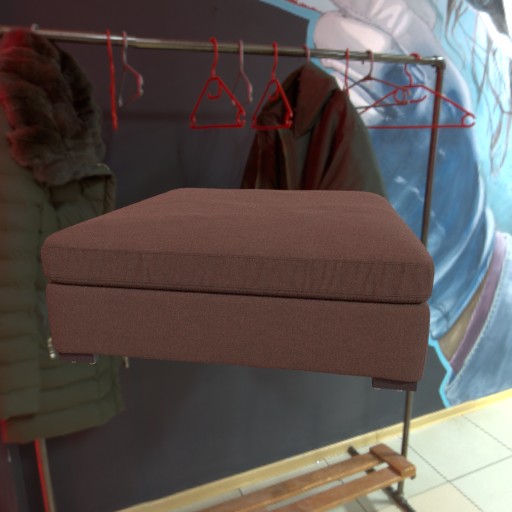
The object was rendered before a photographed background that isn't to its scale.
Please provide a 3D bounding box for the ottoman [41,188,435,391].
[{"bbox_3d":[0.000,0.000,1.844,1.181,0.470,1.181,3,16,9],"label":"ottoman"}]
